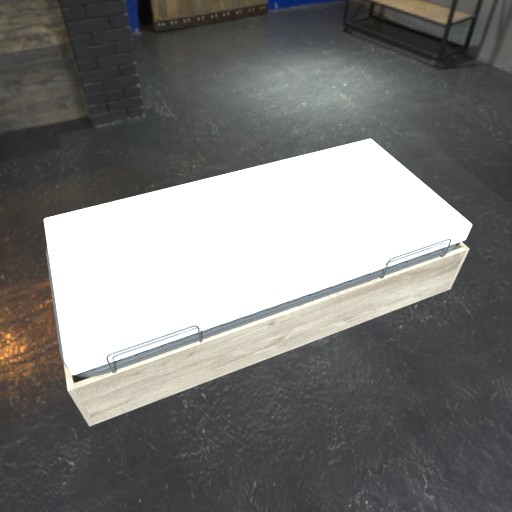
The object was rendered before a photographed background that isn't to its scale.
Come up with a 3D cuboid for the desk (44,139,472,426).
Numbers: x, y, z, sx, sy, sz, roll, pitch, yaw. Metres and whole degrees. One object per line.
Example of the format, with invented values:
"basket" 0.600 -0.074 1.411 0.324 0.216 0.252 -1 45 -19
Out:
"desk" 0.000 0.000 2.242 1.900 0.455 0.900 -17 47 -16
